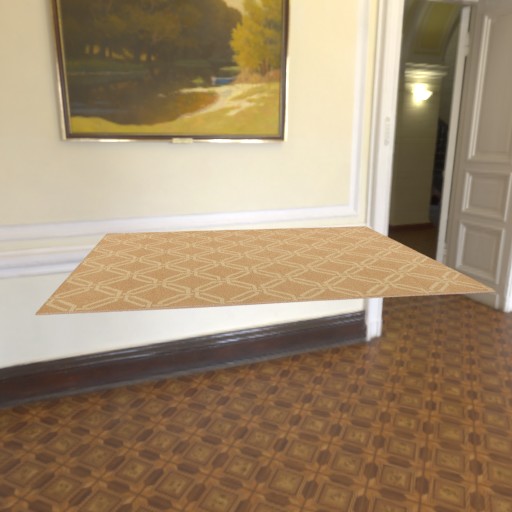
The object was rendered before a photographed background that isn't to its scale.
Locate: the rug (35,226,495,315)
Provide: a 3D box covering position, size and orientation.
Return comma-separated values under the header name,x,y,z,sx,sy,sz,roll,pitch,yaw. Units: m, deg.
name,x,y,z,sx,sy,sz,roll,pitch,yaw
rug,0.000,0.000,3.840,2.895,0.018,2.288,-2,15,-8
